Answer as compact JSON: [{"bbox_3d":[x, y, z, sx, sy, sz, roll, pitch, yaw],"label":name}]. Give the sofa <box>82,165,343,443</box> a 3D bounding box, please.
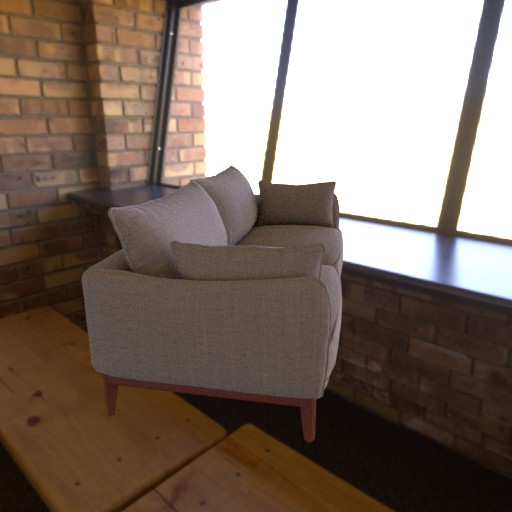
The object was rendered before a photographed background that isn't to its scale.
[{"bbox_3d":[0.000,0.000,2.500,0.972,0.851,1.989,3,17,11],"label":"sofa"}]
